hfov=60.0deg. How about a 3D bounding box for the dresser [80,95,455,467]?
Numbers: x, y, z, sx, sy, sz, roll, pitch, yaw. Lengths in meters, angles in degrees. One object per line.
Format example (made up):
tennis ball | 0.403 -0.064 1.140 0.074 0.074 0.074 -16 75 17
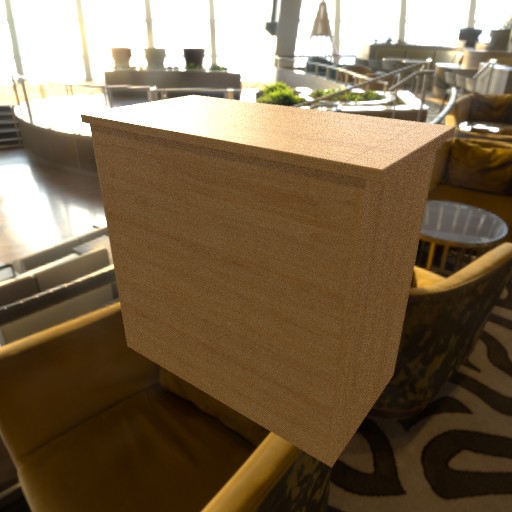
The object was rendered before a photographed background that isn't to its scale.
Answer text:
dresser | 0.000 0.000 1.220 0.800 0.730 0.410 19 33 32
